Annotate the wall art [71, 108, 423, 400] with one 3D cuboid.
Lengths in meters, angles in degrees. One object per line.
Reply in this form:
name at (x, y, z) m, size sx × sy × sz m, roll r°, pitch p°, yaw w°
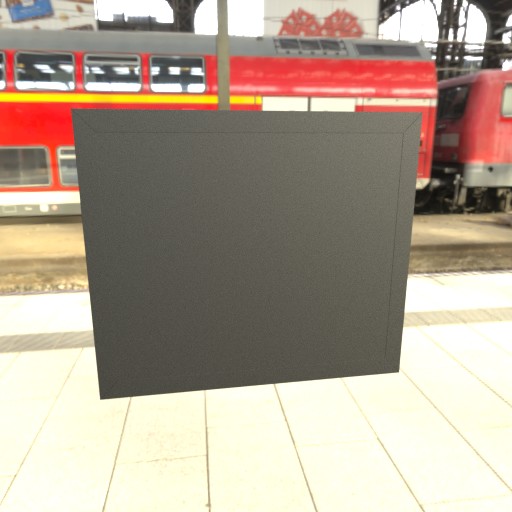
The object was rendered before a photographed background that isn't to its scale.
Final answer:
wall art at (0.000, 0.000, 0.531) m, size 0.381 × 0.330 × 0.029 m, roll -2°, pitch 15°, yaw -9°
